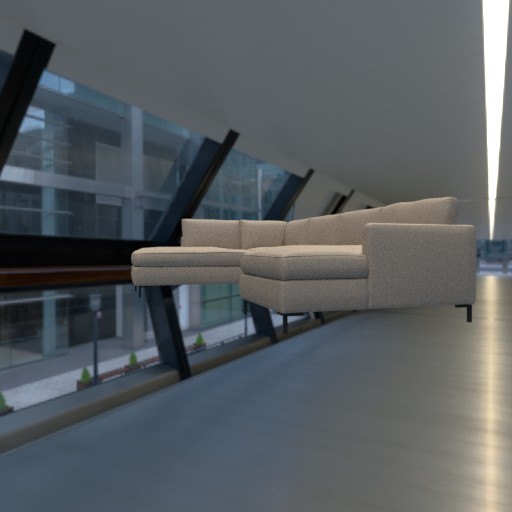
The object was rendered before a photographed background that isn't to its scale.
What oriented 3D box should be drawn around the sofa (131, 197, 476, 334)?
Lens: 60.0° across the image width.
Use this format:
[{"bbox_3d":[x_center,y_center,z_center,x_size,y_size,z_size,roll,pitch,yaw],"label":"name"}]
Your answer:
[{"bbox_3d":[0.000,0.000,3.591,1.879,0.756,2.737,0,1,-18],"label":"sofa"}]
